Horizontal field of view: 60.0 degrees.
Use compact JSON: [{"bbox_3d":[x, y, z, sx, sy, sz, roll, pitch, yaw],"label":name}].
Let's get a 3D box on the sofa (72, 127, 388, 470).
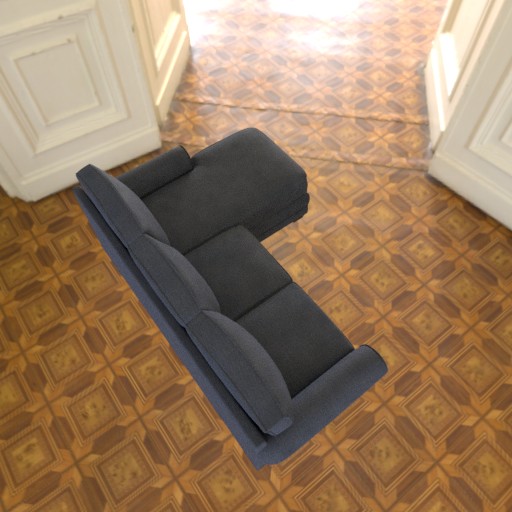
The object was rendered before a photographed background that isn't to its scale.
[{"bbox_3d":[0.000,0.000,3.479,1.780,1.063,2.567,-33,63,-19],"label":"sofa"}]
